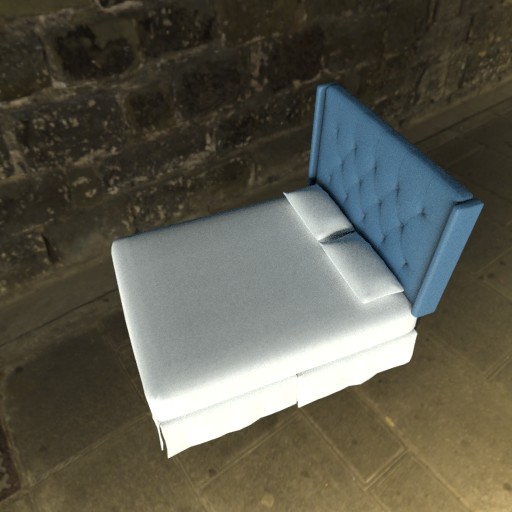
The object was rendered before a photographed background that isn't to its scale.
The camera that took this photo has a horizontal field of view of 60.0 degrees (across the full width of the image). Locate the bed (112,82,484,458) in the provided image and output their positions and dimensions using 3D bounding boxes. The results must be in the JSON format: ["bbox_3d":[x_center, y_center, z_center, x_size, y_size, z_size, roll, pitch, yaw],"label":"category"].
[{"bbox_3d":[0.000,0.000,3.313,2.078,1.665,1.719,-16,47,-15],"label":"bed"}]
